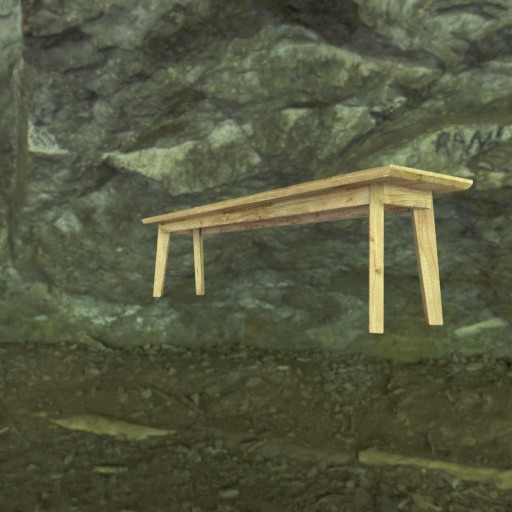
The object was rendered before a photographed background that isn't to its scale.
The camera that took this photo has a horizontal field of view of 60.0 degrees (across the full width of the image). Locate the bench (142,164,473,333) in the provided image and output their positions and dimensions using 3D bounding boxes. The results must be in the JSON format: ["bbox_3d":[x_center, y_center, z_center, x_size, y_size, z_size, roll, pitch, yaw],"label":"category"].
[{"bbox_3d":[0.000,0.000,1.891,0.378,0.431,1.698,1,-1,-35],"label":"bench"}]
